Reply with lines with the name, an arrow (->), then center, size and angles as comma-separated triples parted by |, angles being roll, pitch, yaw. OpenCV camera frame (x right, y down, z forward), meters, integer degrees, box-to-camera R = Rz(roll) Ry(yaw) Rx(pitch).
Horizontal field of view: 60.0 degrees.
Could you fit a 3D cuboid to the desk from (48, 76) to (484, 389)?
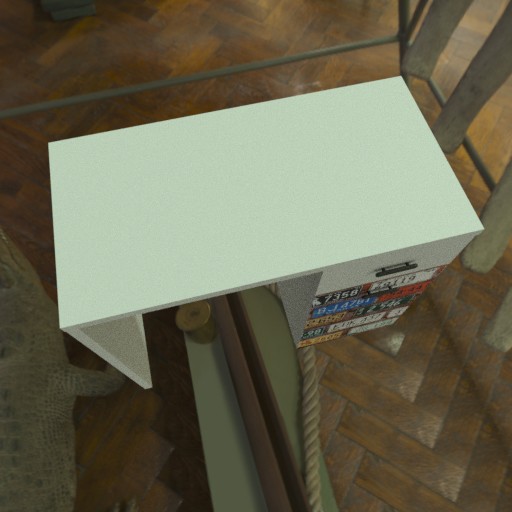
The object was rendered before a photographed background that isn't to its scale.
desk -> 0.000, 0.000, 1.329 | 0.898, 0.730, 0.482 | -13, 65, -6
